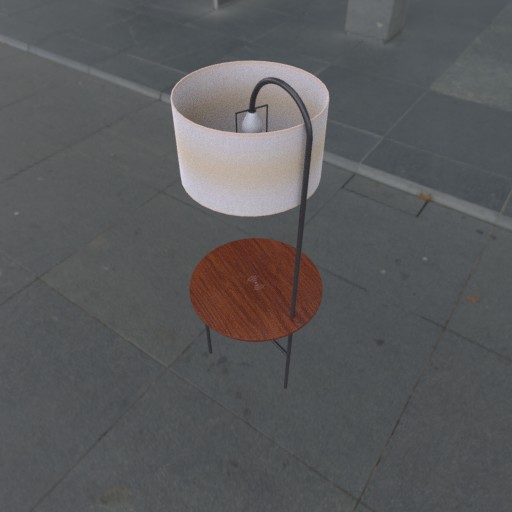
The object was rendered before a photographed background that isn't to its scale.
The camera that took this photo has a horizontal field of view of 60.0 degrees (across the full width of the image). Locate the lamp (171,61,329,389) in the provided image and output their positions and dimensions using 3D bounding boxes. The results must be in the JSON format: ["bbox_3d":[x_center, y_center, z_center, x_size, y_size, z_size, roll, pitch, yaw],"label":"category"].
[{"bbox_3d":[0.000,0.000,1.789,0.573,1.517,0.573,0,46,0],"label":"lamp"}]
